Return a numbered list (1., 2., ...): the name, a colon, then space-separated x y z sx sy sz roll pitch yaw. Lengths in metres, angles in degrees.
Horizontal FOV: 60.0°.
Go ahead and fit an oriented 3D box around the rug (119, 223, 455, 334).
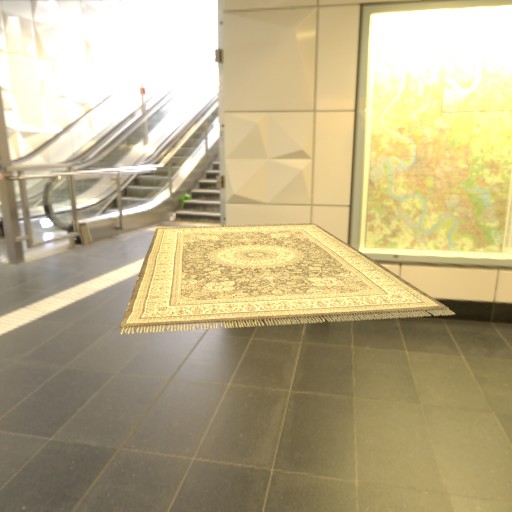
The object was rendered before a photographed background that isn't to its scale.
1. rug: 0.000 0.000 4.347 2.143 0.015 3.422 -2 14 -8
